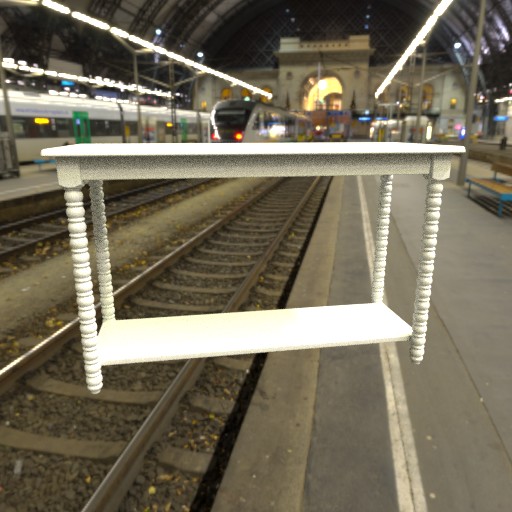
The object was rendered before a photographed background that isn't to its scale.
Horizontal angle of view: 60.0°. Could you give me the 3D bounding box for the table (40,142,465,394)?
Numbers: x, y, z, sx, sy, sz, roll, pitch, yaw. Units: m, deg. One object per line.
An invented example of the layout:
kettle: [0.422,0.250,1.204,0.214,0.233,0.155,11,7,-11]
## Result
table: [0.000,0.000,1.524,1.184,0.740,0.459,-3,16,-9]
